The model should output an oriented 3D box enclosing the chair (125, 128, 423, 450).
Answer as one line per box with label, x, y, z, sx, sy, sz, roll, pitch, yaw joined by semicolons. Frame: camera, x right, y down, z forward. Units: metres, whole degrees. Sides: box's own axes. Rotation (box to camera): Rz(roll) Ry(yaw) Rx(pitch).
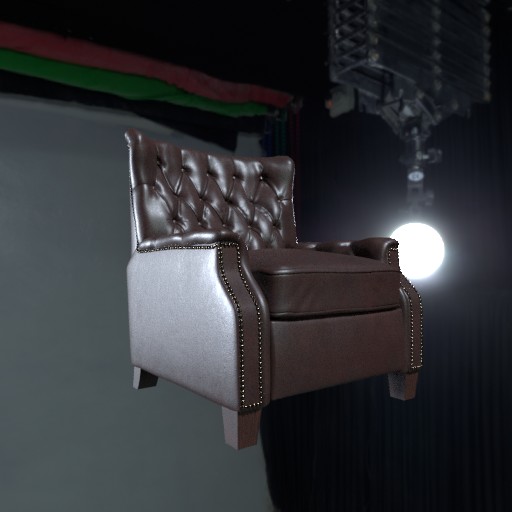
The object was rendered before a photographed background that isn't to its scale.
chair;0.000;0.000;1.466;0.709;0.864;0.823;1;-1;-36
